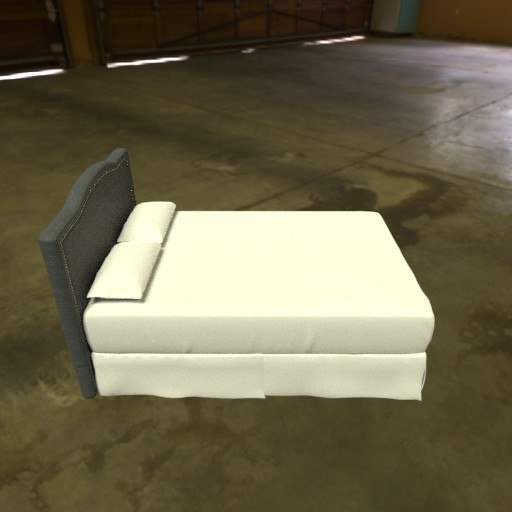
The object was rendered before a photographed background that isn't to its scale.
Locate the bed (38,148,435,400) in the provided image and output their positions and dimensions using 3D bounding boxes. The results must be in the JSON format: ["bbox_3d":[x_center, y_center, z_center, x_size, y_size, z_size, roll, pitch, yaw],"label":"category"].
[{"bbox_3d":[0.000,0.000,3.578,2.507,1.441,1.747,0,31,0],"label":"bed"}]
